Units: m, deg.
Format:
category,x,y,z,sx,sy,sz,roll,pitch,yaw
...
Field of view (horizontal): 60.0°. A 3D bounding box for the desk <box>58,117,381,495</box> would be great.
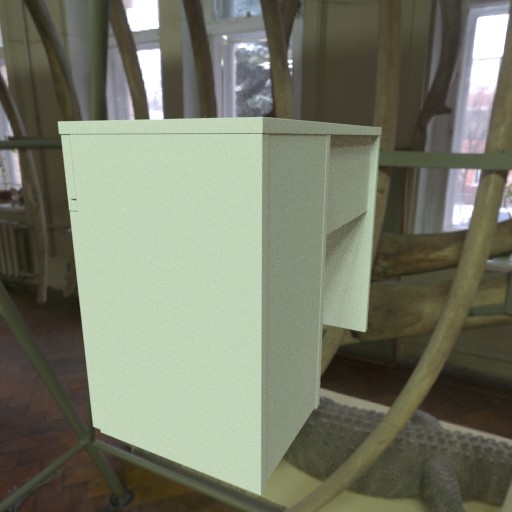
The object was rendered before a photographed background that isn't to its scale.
category,x,y,z,sx,sy,sz,roll,pitch,yaw
desk,0.000,0.000,1.290,0.482,0.730,0.898,8,17,26
